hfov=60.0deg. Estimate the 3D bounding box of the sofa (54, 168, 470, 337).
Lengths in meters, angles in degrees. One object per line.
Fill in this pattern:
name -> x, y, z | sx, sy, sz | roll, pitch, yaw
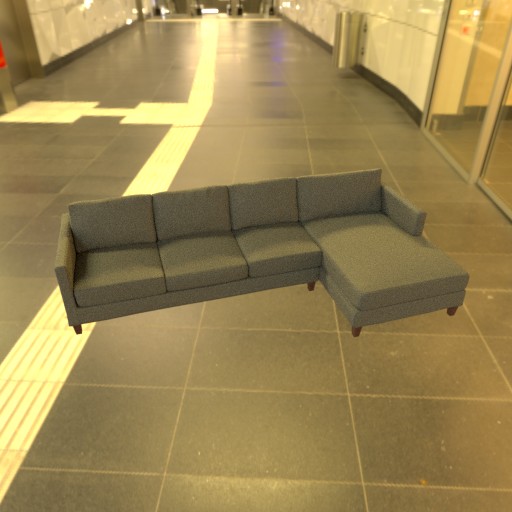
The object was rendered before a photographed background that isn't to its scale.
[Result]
sofa -> 0.000, 0.000, 3.847 | 3.186, 0.861, 1.625 | -9, 33, -14
